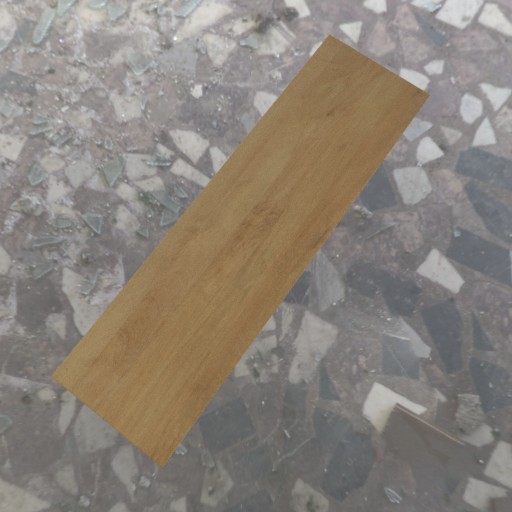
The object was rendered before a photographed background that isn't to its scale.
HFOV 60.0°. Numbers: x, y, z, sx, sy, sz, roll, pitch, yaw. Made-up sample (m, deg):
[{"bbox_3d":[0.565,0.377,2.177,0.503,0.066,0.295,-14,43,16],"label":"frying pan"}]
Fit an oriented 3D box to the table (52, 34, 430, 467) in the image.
[{"bbox_3d":[0.000,0.000,1.736,0.399,0.799,1.400,35,79,8],"label":"table"}]
